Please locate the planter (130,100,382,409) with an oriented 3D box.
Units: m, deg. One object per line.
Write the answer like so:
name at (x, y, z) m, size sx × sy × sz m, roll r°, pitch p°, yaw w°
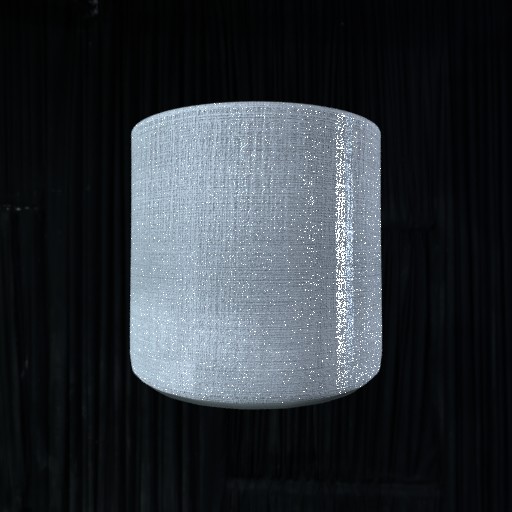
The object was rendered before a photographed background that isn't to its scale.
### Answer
planter at (0.000, 0.000, 0.292) m, size 0.160 × 0.156 × 0.160 m, roll 0°, pitch 1°, yaw 0°
